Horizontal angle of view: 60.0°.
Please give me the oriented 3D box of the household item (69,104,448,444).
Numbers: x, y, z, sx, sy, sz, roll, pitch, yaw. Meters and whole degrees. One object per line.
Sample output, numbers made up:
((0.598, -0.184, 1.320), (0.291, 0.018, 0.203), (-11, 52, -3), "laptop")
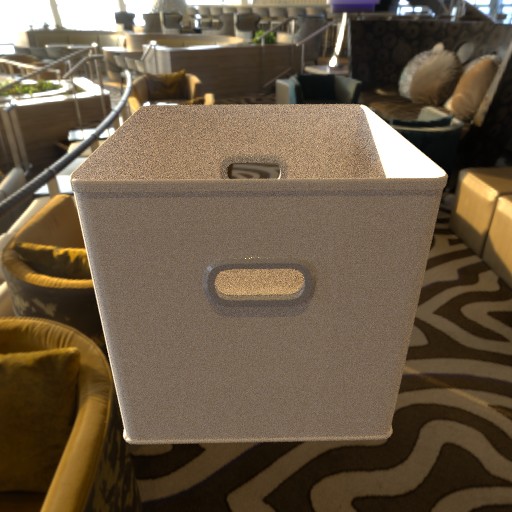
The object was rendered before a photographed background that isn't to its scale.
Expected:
((0.000, 0.000, 0.548), (0.305, 0.305, 0.305), (-1, 29, -1), "household item")
